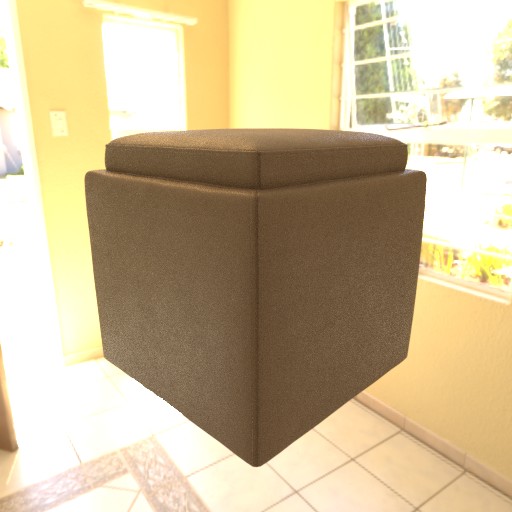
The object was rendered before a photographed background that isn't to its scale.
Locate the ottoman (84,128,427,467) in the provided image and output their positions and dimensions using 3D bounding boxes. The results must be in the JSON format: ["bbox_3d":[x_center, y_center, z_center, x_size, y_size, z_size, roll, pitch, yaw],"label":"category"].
[{"bbox_3d":[0.000,0.000,0.830,0.451,0.460,0.450,15,22,43],"label":"ottoman"}]
